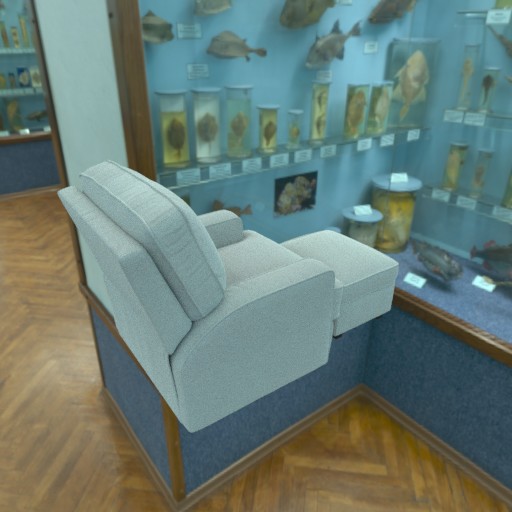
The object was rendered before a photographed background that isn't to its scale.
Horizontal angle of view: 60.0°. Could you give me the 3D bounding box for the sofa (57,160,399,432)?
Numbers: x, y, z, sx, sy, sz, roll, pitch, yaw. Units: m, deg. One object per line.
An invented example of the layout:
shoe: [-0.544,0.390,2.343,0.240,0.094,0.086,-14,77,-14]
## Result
sofa: [0.000,0.000,2.074,1.472,0.959,0.861,-17,32,-31]
